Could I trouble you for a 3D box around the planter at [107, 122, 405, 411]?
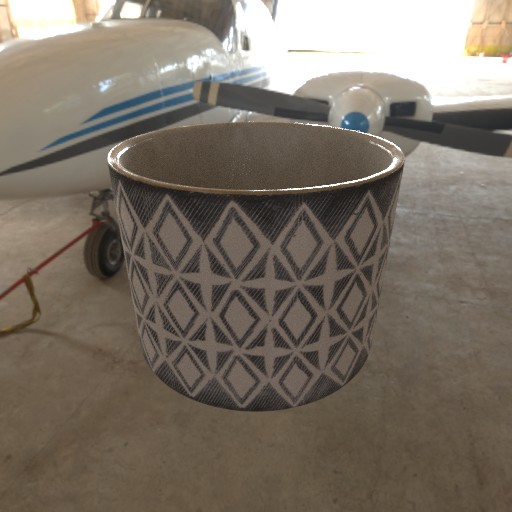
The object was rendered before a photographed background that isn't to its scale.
[{"bbox_3d":[0.000,0.000,0.335,0.192,0.165,0.192,0,27,0],"label":"planter"}]
